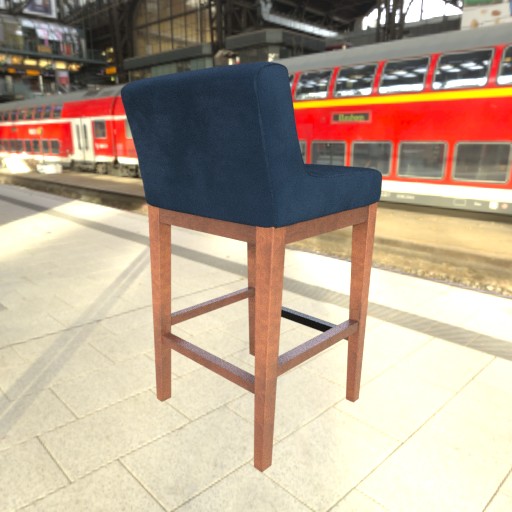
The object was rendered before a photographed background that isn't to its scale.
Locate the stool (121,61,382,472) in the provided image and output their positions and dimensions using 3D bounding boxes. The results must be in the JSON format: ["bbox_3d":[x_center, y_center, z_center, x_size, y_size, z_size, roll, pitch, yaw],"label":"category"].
[{"bbox_3d":[0.000,0.000,1.265,0.511,0.945,0.516,14,21,42],"label":"stool"}]
